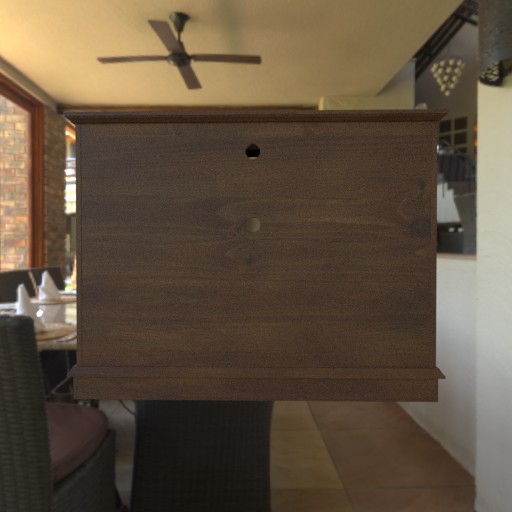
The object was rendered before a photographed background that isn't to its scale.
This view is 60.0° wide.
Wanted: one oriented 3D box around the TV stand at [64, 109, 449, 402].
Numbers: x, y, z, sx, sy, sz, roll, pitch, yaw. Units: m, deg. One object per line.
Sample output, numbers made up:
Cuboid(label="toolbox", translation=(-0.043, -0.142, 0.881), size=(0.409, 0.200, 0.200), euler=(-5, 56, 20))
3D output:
Cuboid(label="TV stand", translation=(0.000, 0.000, 1.437), size=(1.067, 0.813, 0.406), euler=(0, 1, 1))
